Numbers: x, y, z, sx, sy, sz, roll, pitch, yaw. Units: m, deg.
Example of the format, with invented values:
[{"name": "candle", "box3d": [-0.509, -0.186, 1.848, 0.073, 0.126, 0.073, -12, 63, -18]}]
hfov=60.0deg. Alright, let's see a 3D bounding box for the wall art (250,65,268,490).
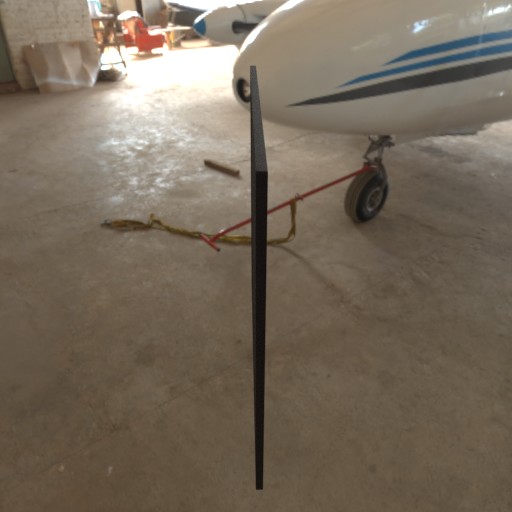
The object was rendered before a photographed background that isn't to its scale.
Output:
[{"name": "wall art", "box3d": [0.000, 0.000, 0.816, 0.012, 0.558, 0.562, -1, 33, -1]}]
